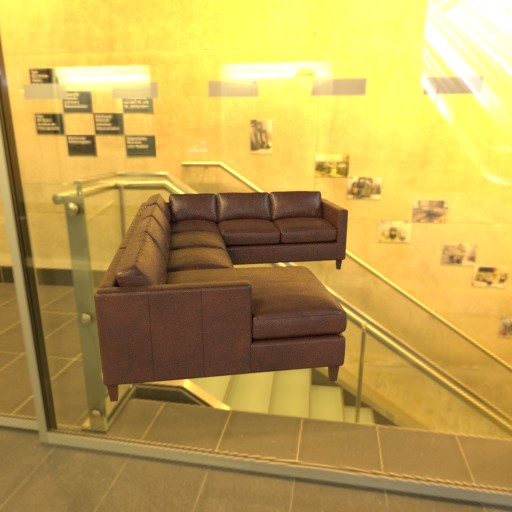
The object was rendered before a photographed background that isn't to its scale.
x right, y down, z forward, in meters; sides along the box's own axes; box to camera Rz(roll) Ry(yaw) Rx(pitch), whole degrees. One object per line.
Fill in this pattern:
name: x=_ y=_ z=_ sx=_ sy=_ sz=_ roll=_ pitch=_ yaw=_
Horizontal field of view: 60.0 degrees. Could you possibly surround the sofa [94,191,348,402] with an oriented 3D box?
sofa: x=0.000 y=0.000 z=4.405 sx=2.452 sy=0.891 sz=3.324 roll=-3 pitch=16 yaw=-9
